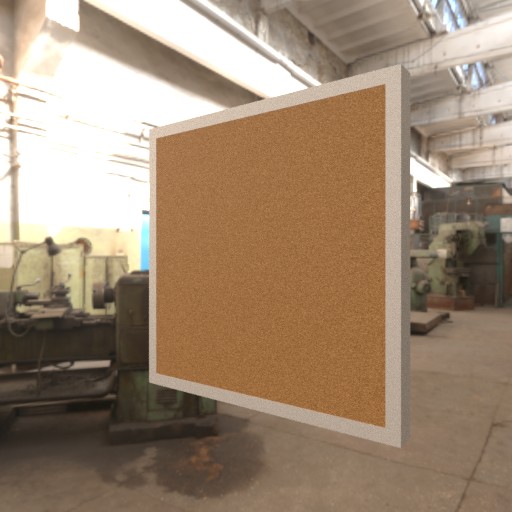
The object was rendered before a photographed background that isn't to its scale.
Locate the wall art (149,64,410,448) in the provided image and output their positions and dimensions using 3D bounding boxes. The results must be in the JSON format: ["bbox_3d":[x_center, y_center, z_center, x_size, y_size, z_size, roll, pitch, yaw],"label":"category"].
[{"bbox_3d":[0.000,0.000,0.753,0.507,0.508,0.038,0,0,37],"label":"wall art"}]
